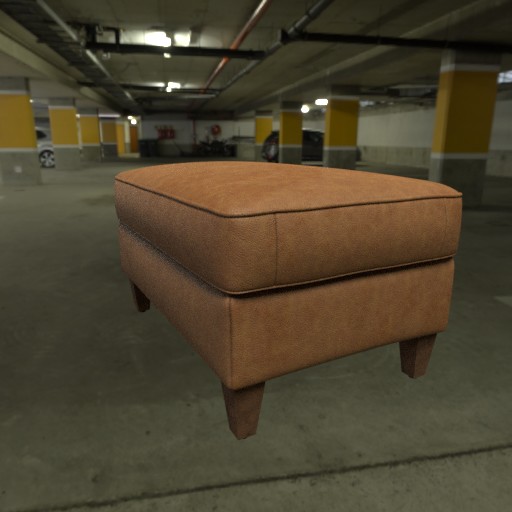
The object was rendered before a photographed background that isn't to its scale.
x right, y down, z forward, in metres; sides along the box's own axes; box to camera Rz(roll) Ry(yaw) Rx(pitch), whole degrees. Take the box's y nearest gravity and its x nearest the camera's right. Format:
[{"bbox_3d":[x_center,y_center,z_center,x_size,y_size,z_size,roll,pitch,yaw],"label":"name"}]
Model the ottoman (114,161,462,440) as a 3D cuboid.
[{"bbox_3d":[0.000,0.000,1.191,0.584,0.483,0.864,-8,17,-28],"label":"ottoman"}]
